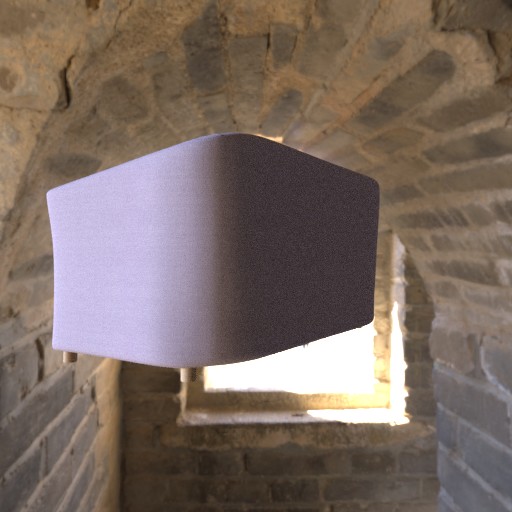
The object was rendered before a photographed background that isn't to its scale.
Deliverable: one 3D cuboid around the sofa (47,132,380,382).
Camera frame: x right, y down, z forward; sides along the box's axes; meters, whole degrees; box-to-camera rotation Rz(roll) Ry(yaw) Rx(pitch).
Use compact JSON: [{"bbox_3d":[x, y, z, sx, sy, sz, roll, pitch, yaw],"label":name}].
[{"bbox_3d":[0.000,0.000,1.866,0.705,0.721,1.452,0,0,37],"label":"sofa"}]
